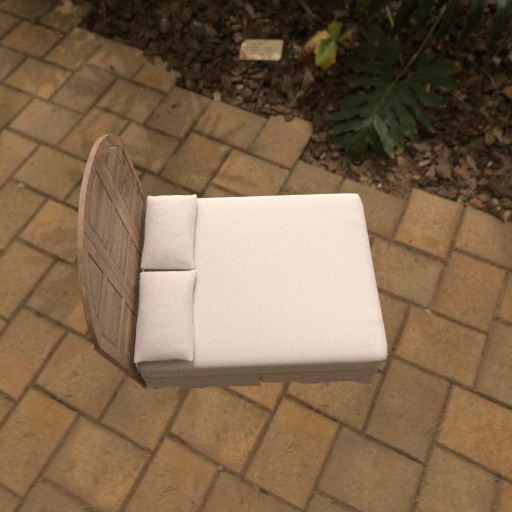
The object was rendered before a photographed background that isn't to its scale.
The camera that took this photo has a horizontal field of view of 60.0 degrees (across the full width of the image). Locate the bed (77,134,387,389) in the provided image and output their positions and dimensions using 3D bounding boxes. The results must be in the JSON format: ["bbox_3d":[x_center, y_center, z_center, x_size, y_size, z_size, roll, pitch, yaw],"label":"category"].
[{"bbox_3d":[0.000,0.000,3.517,2.112,2.002,1.713,-2,64,-1],"label":"bed"}]
